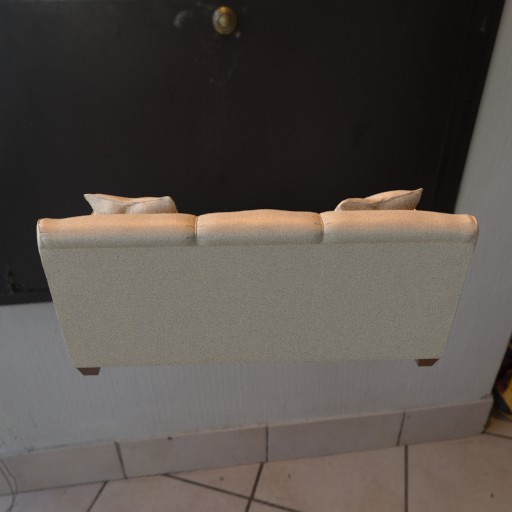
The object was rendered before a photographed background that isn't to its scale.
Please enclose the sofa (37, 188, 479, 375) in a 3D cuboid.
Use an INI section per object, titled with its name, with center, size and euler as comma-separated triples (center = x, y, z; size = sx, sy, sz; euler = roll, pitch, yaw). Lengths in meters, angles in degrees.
[sofa]
center = 0.000, 0.000, 2.602
size = 2.024, 0.958, 0.997
euler = -1, 30, -2
